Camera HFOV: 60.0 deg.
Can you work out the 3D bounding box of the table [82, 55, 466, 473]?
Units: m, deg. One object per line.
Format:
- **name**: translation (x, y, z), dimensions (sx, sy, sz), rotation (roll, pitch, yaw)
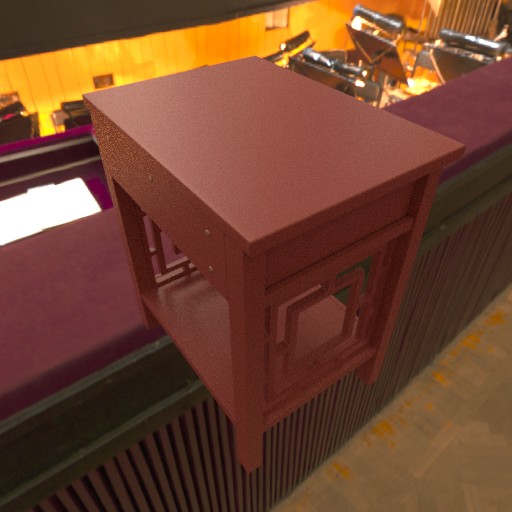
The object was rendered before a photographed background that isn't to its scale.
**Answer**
- **table**: translation (0.000, 0.000, 1.049), dimensions (0.451, 0.686, 0.599), rotation (-25, 47, -26)
